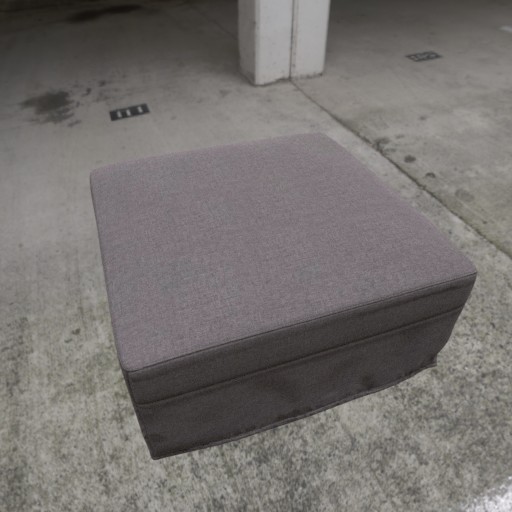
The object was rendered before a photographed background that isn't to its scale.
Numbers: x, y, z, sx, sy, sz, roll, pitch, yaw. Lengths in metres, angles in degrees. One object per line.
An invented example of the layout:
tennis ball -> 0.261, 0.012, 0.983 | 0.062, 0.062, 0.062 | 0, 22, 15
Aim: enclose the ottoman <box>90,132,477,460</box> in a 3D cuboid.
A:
ottoman -> 0.000, 0.000, 1.311 | 0.840, 0.436, 0.843 | -13, 41, -16
